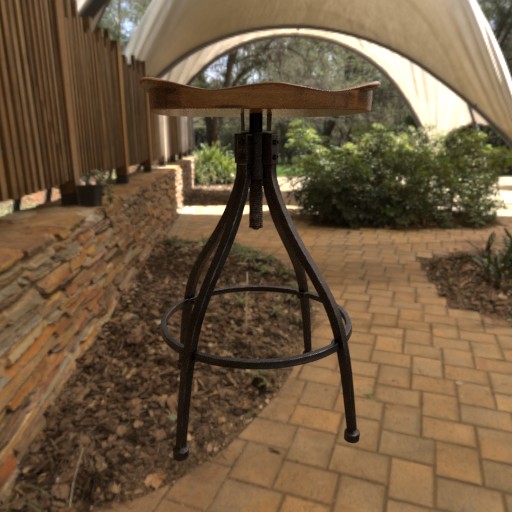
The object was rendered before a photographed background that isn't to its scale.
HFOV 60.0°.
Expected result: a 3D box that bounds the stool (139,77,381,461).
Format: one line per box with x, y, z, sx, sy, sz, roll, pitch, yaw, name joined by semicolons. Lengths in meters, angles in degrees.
0.000;0.000;0.954;0.432;0.694;0.424;-2;15;-8;stool
